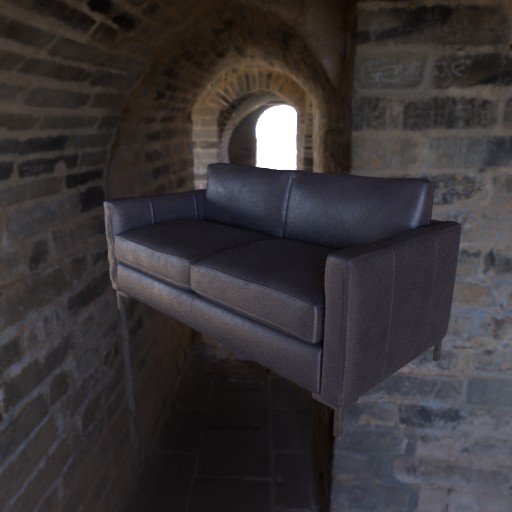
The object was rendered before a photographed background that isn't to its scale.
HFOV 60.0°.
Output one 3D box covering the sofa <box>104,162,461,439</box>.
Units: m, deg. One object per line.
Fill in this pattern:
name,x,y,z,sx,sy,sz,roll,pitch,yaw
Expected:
sofa,0.000,0.000,2.353,1.805,0.883,0.947,15,21,42
